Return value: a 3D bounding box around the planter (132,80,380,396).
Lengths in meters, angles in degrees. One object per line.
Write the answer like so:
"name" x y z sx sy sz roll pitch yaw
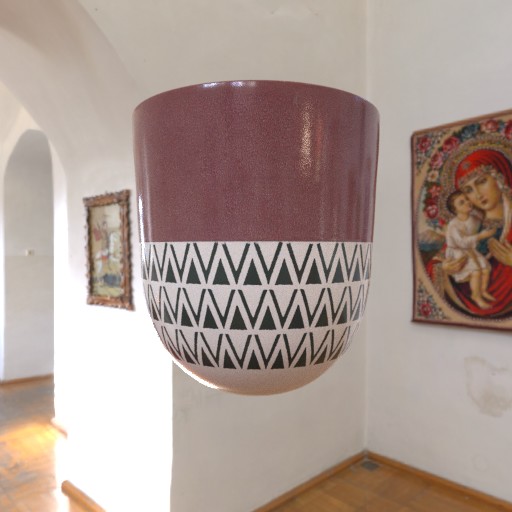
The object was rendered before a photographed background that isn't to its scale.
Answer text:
"planter" 0.000 0.000 0.363 0.195 0.214 0.195 0 1 0
